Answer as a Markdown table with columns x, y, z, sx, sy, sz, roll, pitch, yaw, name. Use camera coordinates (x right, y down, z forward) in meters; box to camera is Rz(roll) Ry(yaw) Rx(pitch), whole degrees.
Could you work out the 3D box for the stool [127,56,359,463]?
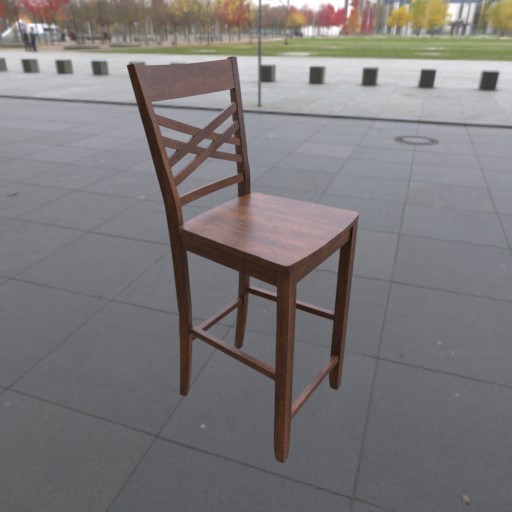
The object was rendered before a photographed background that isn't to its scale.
| x | y | z | sx | sy | sz | roll | pitch | yaw | name |
| --- | --- | --- | --- | --- | --- | --- | --- | --- | --- |
| 0.000 | 0.000 | 1.367 | 0.504 | 1.098 | 0.426 | 17 | 32 | 31 | stool |
